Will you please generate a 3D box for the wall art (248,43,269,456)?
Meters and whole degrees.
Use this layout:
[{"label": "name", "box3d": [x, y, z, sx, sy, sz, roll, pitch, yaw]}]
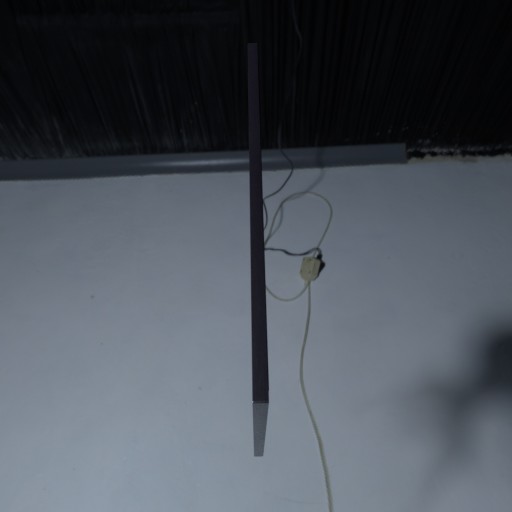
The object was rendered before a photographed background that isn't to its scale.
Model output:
[{"label": "wall art", "box3d": [0.000, 0.000, 0.574, 0.013, 0.306, 0.440, -1, 59, -1]}]
